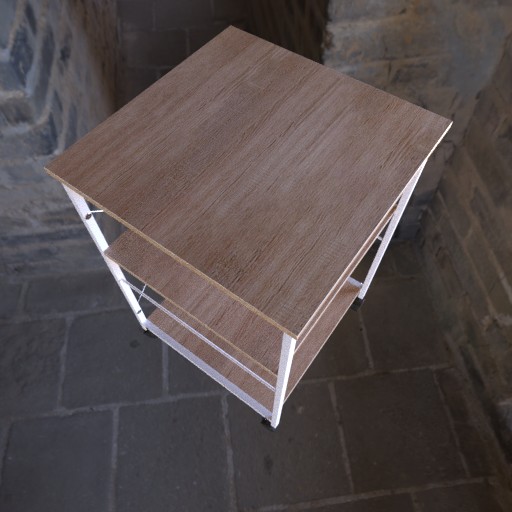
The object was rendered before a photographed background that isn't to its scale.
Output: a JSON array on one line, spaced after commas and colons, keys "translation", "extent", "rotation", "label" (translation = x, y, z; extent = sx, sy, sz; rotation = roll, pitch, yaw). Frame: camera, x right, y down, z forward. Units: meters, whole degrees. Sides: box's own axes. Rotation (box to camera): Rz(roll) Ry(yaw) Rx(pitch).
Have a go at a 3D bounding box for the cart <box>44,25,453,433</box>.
[{"translation": [0.000, 0.000, 1.112], "extent": [0.520, 0.762, 0.521], "rotation": [32, 63, 18], "label": "cart"}]
